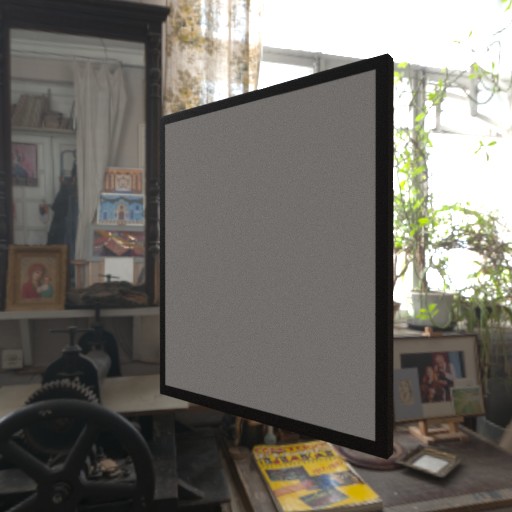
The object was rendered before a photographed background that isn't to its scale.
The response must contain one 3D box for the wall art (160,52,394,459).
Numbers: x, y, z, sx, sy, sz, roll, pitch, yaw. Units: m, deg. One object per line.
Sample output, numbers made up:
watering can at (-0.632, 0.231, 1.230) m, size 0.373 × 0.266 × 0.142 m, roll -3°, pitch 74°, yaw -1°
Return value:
wall art at (0.000, 0.000, 0.693) m, size 0.430 × 0.509 × 0.021 m, roll 0°, pitch 0°, yaw 37°
